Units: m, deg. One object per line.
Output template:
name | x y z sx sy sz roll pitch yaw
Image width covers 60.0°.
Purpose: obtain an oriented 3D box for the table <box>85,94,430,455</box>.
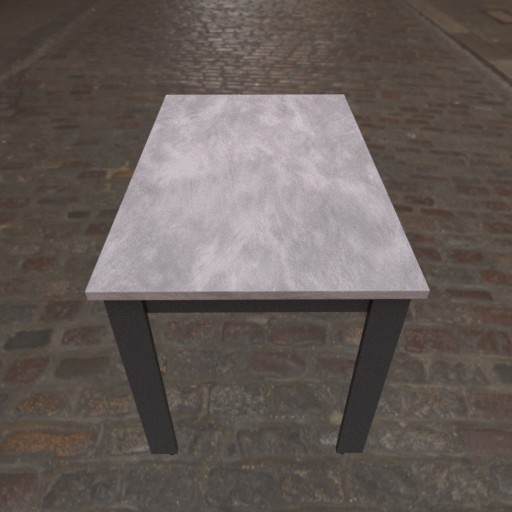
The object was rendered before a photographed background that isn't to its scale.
table | 0.000 0.000 1.554 0.700 0.734 1.100 0 40 0
